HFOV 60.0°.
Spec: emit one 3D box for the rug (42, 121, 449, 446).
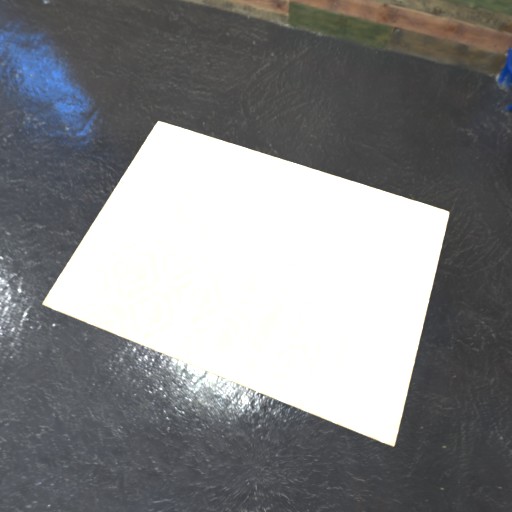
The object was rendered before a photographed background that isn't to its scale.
[{"bbox_3d":[0.000,0.000,2.768,2.134,0.010,1.524,19,66,9],"label":"rug"}]
